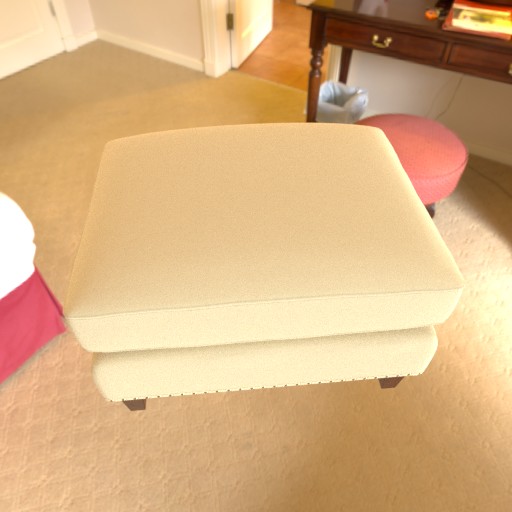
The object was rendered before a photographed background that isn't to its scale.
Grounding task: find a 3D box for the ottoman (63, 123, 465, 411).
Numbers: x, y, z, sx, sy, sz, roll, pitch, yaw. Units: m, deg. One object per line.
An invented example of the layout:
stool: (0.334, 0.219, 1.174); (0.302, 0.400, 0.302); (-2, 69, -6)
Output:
ottoman: (0.000, 0.000, 1.109); (0.741, 0.513, 0.584); (-4, 47, -4)
